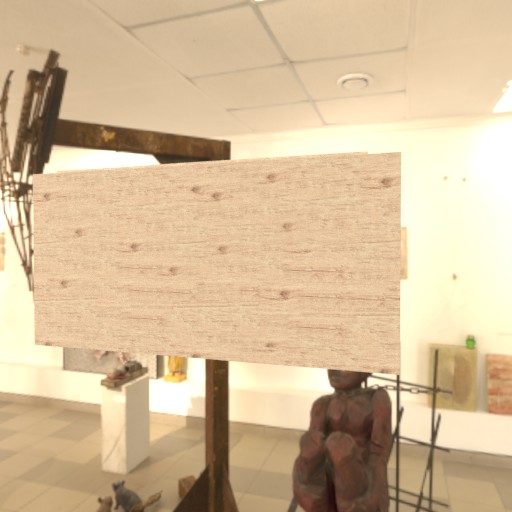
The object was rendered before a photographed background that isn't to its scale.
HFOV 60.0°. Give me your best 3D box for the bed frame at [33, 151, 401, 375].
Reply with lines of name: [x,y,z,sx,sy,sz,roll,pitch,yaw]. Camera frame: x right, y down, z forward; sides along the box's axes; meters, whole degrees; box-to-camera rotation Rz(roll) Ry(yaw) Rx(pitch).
bed frame: [0.000,0.000,3.176,1.950,0.970,2.080,0,1,18]
